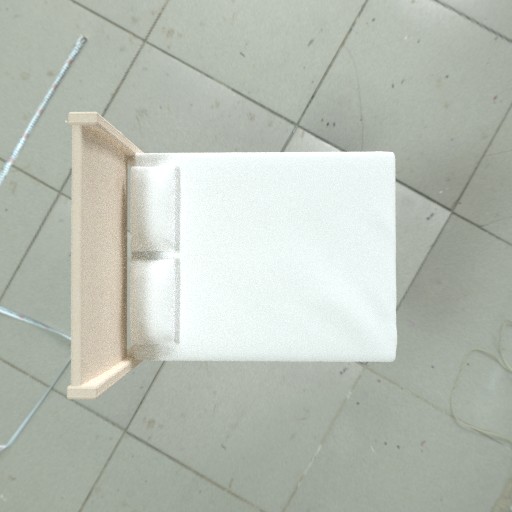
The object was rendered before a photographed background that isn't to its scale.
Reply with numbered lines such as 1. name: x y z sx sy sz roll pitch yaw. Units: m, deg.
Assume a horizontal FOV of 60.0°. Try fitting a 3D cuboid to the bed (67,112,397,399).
1. bed: 0.000 0.000 3.431 2.293 1.471 1.778 0 89 1
